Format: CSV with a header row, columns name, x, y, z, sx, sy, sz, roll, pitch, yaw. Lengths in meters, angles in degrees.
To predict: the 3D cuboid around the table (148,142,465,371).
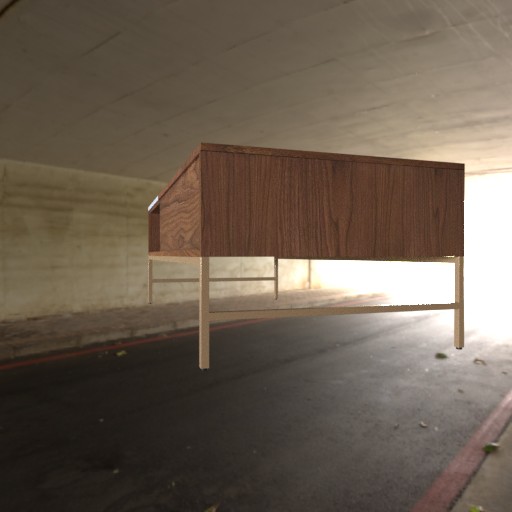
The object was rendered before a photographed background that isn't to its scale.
name,x,y,z,sx,sy,sz,roll,pitch,yaw
table,0.000,0.000,1.926,0.789,0.551,1.553,0,0,-18
